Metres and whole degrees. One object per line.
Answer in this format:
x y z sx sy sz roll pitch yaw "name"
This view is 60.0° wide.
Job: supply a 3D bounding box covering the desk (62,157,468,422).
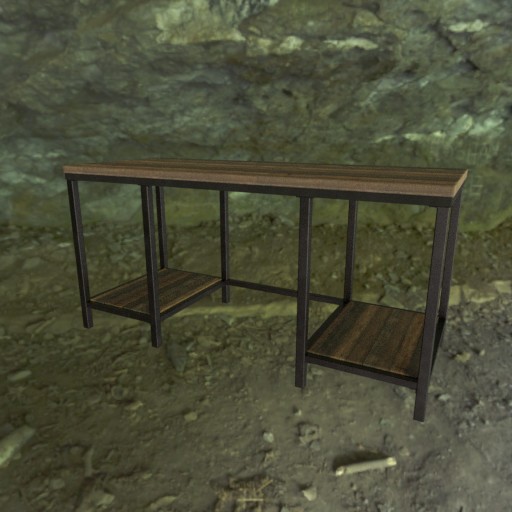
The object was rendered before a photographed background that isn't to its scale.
0.000 0.000 1.910 1.538 0.753 0.617 8 18 26 "desk"
